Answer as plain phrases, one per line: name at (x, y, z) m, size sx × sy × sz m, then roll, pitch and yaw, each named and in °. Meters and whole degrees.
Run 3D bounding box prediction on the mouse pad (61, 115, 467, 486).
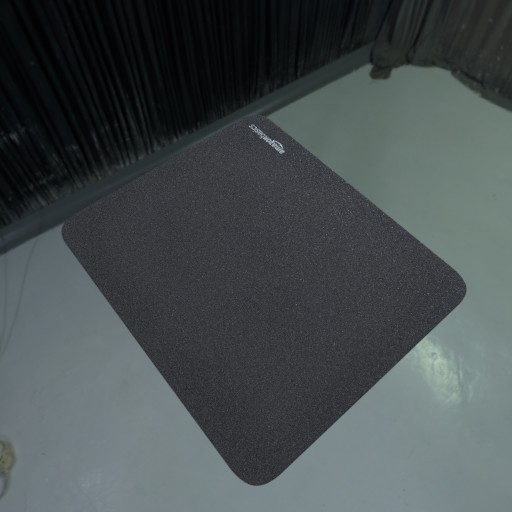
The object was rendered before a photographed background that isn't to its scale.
mouse pad at (0.000, 0.000, 0.428) m, size 0.269 × 0.002 × 0.315 m, roll -36°, pitch 65°, yaw -19°
